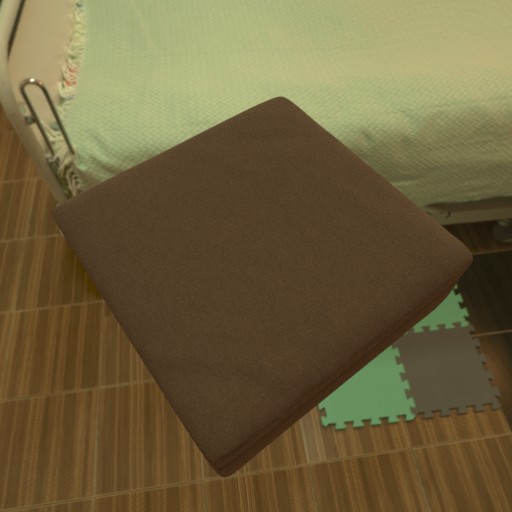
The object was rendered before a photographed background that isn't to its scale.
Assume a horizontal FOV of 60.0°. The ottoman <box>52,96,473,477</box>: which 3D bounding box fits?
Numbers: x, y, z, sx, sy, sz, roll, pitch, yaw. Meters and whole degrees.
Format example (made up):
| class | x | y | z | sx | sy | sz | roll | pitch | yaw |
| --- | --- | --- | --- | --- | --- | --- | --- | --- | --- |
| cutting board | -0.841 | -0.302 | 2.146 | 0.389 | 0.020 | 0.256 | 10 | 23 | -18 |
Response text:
| class | x | y | z | sx | sy | sz | roll | pitch | yaw |
| --- | --- | --- | --- | --- | --- | --- | --- | --- | --- |
| ottoman | 0.000 | 0.000 | 1.819 | 1.181 | 0.470 | 1.181 | -32 | 63 | -19 |
